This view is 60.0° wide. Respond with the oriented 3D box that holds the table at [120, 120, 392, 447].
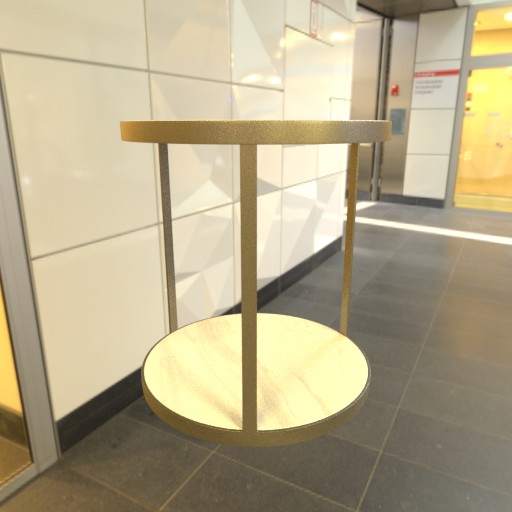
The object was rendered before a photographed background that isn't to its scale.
[{"bbox_3d":[0.000,0.000,0.823,0.445,0.479,0.445,0,17,0],"label":"table"}]
